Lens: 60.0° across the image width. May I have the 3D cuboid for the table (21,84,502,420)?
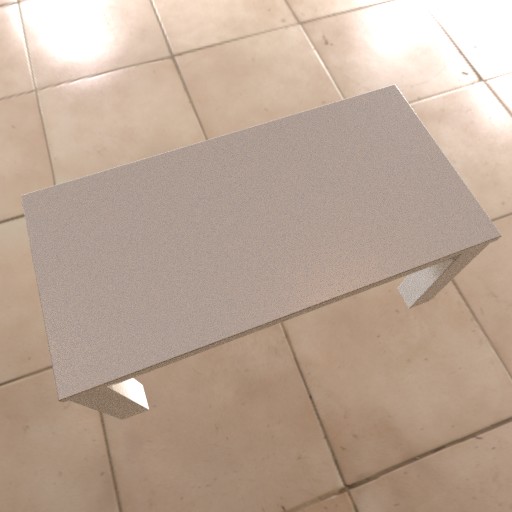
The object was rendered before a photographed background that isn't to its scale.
[{"bbox_3d":[0.000,0.000,2.200,1.800,0.790,0.900,-19,66,-9],"label":"table"}]
